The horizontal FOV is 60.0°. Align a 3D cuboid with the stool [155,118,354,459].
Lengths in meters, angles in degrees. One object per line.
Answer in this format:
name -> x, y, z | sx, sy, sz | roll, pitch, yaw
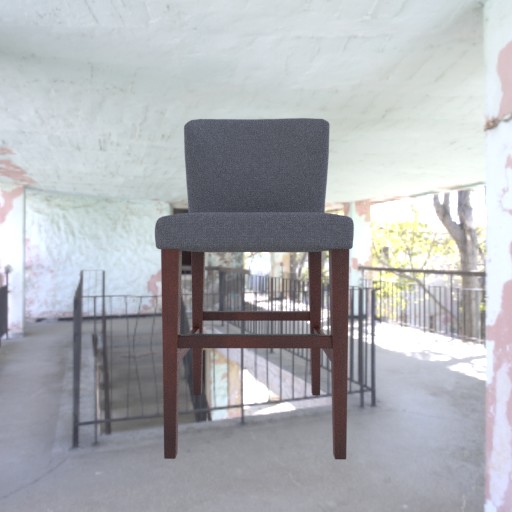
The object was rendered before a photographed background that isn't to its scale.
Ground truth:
stool -> 0.000, 0.000, 1.311 | 0.479, 0.968, 0.568 | 0, 0, 0
